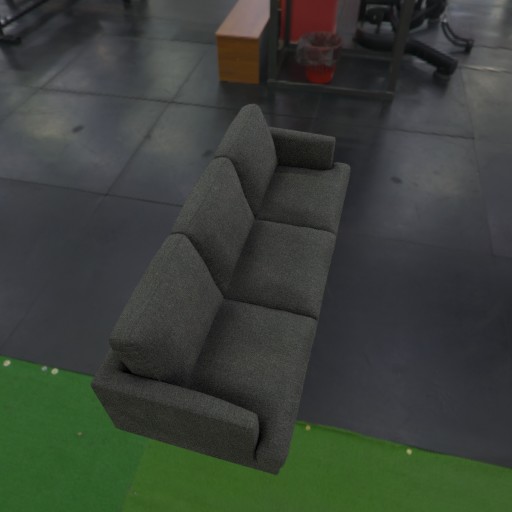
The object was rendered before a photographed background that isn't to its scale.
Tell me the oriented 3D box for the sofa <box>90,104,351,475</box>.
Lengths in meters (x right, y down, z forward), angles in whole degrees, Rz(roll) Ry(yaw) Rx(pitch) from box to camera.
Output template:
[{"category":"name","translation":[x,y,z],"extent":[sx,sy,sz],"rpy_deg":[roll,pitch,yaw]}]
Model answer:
[{"category":"sofa","translation":[0.000,0.000,2.723],"extent":[0.903,0.930,2.246],"rpy_deg":[12,49,10]}]
